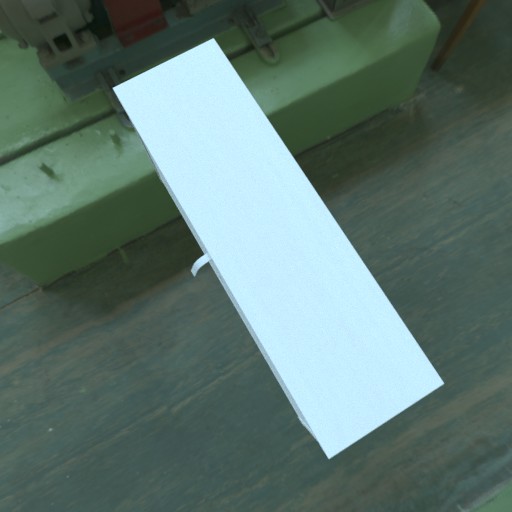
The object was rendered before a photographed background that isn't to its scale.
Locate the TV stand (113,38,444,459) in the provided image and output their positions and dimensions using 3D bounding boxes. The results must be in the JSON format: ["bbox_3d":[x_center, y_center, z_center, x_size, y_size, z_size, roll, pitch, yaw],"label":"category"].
[{"bbox_3d":[0.000,0.000,1.513,0.424,0.624,1.187,-30,78,-7],"label":"TV stand"}]
